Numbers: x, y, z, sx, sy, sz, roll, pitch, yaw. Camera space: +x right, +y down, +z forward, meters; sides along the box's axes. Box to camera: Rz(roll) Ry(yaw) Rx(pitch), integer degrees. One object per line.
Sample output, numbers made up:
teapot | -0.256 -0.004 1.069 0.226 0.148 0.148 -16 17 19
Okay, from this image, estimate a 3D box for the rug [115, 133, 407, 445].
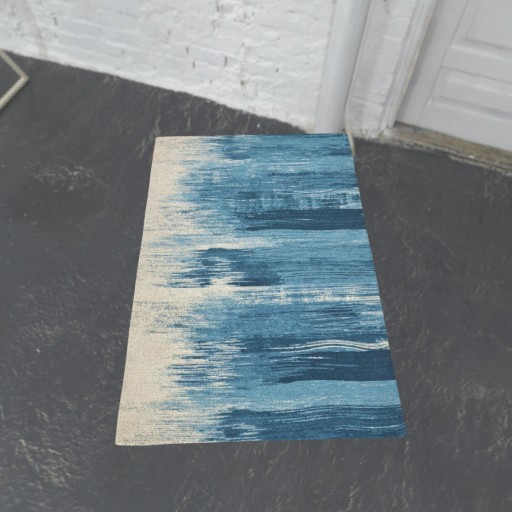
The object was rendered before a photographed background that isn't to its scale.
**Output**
rug | 0.000 0.000 2.340 1.232 0.009 1.836 -1 58 -1
